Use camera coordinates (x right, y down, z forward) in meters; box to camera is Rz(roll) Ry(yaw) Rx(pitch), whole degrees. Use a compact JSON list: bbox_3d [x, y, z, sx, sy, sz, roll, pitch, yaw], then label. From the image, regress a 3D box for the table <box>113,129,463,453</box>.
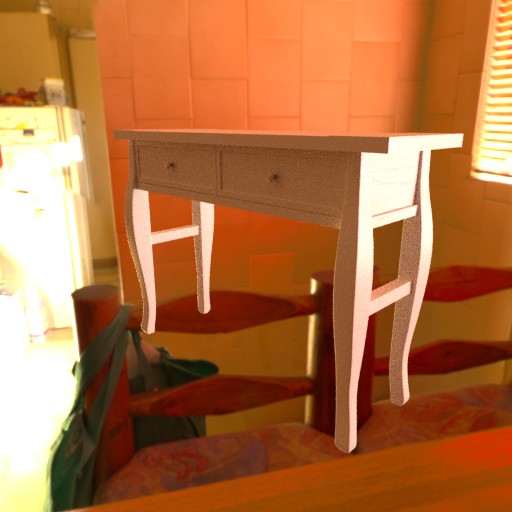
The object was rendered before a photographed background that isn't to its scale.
[{"bbox_3d":[0.000,0.000,1.420,0.373,0.768,1.062,-16,23,-42],"label":"table"}]
